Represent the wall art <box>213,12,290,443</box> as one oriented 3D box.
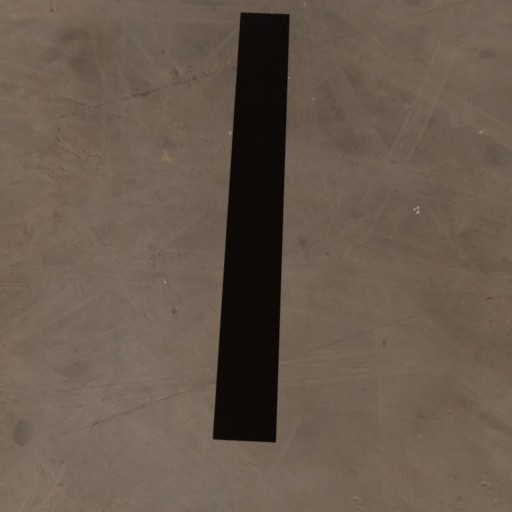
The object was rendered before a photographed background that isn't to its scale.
[{"bbox_3d":[0.000,0.000,0.439,0.037,0.299,0.299,3,76,1],"label":"wall art"}]
